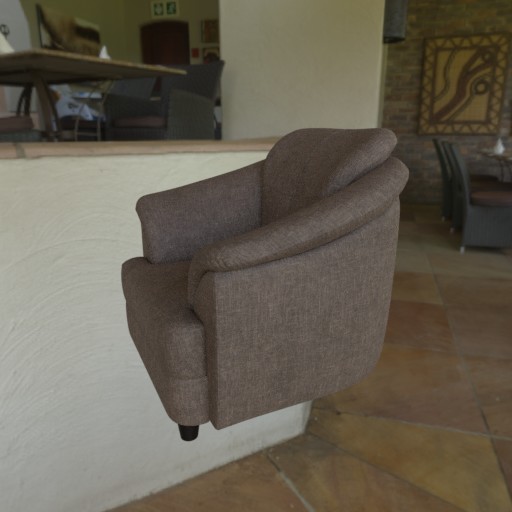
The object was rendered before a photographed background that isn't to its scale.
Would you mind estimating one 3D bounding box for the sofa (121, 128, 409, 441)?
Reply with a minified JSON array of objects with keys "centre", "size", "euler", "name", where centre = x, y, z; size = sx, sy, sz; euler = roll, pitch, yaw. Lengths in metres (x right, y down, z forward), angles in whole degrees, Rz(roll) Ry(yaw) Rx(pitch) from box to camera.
[{"centre":[0.000,0.000,1.462],"size":[0.794,0.811,0.870],"euler":[-8,18,-25],"name":"sofa"}]
